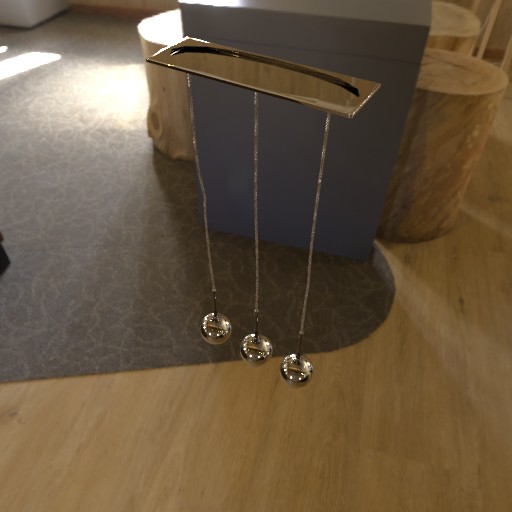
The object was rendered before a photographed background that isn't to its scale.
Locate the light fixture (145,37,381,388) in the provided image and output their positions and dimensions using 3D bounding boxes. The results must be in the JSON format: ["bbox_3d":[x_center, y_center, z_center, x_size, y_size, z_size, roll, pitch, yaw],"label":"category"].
[{"bbox_3d":[0.000,0.000,1.676,0.623,1.408,0.188,23,50,21],"label":"light fixture"}]
